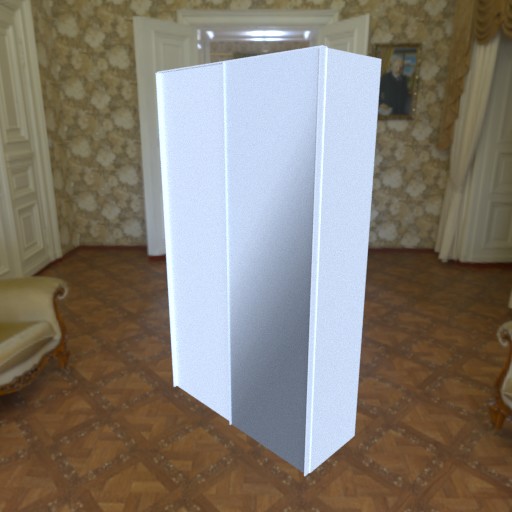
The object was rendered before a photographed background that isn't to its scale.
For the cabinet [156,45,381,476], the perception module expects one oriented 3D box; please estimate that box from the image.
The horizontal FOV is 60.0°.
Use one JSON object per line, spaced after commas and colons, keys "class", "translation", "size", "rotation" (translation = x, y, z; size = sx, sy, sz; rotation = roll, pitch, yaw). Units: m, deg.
{"class": "cabinet", "translation": [0.000, 0.000, 2.712], "size": [0.480, 2.160, 1.250], "rotation": [-15, 22, -43]}
